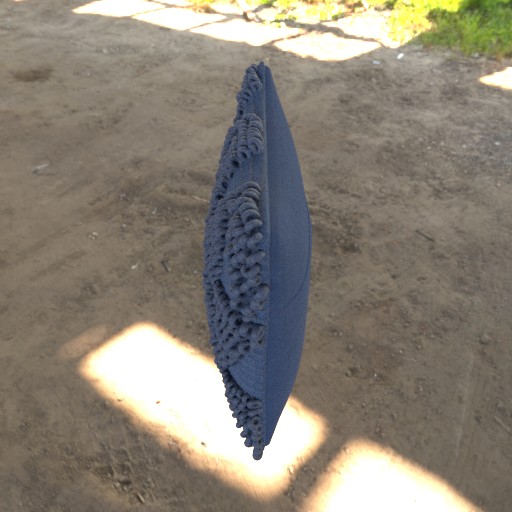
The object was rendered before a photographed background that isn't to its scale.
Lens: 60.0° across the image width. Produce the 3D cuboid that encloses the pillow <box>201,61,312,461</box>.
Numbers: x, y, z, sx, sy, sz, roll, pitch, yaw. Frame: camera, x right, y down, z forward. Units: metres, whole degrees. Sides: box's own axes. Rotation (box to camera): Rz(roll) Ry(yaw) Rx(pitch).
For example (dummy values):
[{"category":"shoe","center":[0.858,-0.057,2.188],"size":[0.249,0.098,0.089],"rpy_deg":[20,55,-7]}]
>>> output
[{"category":"pillow","center":[0.000,0.000,0.718],"size":[0.172,0.466,0.469],"rpy_deg":[0,42,0]}]
